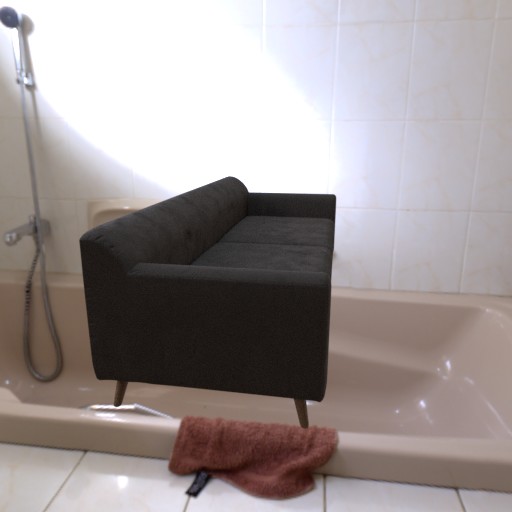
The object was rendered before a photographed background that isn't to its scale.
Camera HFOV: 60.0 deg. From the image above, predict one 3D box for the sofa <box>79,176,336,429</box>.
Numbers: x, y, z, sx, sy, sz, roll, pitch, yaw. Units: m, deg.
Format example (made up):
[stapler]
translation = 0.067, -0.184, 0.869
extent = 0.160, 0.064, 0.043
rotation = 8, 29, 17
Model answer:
[sofa]
translation = 0.000, 0.000, 2.615
extent = 0.900, 0.740, 2.190
rotation = 3, 16, 10
